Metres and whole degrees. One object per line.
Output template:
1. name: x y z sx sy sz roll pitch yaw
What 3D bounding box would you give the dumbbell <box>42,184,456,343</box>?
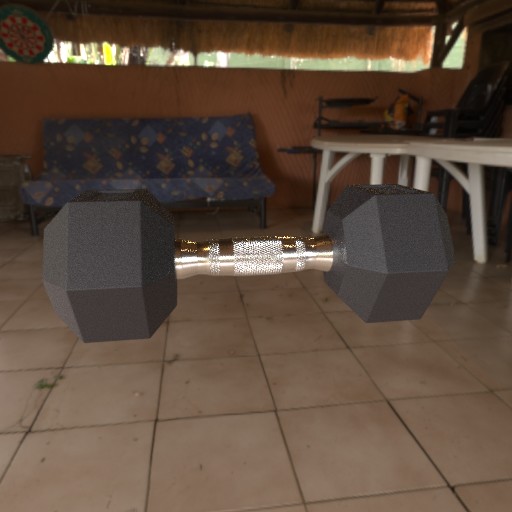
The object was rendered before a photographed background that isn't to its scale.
1. dumbbell: 0.000 0.000 0.348 0.297 0.101 0.116 -3 16 -9
